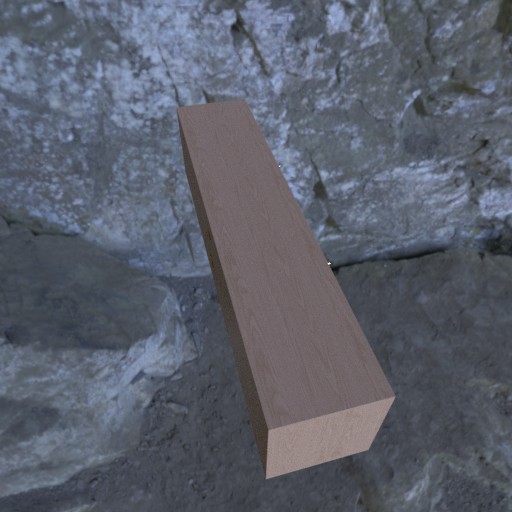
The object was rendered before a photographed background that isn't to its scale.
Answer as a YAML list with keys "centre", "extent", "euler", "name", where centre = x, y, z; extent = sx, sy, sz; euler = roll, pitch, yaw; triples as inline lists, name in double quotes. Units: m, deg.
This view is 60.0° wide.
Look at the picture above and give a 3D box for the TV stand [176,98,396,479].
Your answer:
- centre: [0.000, 0.000, 2.001]
  extent: [0.400, 0.580, 1.760]
  euler: [-11, 48, -10]
  name: "TV stand"
